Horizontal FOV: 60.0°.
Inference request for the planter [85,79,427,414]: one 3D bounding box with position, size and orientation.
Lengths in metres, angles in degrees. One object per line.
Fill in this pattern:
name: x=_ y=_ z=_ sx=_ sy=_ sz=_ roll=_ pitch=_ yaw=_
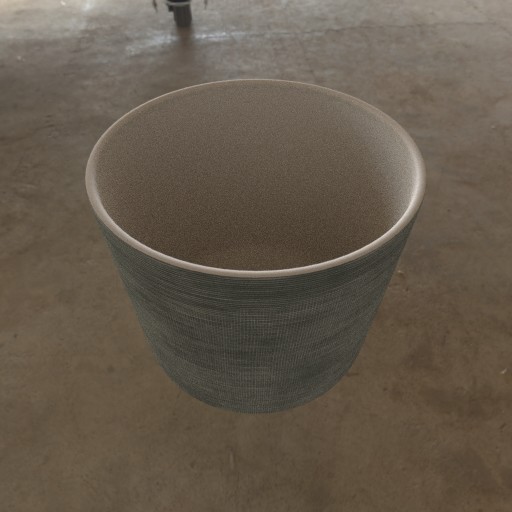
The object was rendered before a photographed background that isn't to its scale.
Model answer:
planter: x=0.000 y=0.000 z=0.733 sx=0.440 sy=0.398 sz=0.440 roll=0 pitch=46 yaw=0
